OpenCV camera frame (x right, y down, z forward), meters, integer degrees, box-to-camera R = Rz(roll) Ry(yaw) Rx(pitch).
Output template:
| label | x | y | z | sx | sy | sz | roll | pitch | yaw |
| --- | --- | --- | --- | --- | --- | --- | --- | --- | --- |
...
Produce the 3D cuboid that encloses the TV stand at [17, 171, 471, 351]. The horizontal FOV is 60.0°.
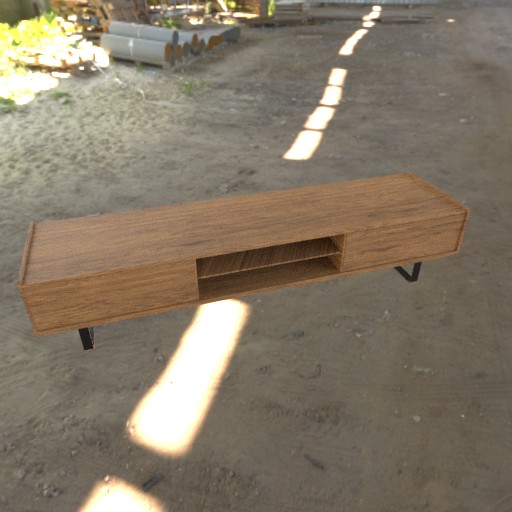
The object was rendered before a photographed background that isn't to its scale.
| label | x | y | z | sx | sy | sz | roll | pitch | yaw |
| --- | --- | --- | --- | --- | --- | --- | --- | --- | --- |
| TV stand | 0.000 | 0.000 | 1.979 | 1.796 | 0.415 | 0.467 | -10 | 34 | -15 |
